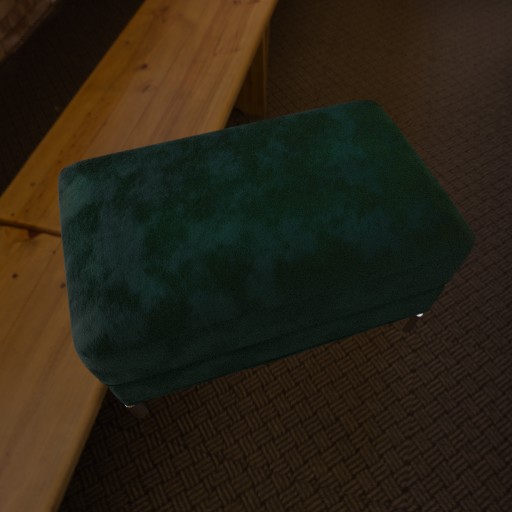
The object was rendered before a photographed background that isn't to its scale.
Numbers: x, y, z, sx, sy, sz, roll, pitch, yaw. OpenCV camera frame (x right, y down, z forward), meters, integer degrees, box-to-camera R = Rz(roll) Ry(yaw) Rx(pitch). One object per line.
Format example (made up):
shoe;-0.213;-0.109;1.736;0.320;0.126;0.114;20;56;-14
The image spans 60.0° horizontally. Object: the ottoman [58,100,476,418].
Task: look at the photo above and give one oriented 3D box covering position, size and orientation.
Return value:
ottoman;0.000;0.000;1.216;0.886;0.533;0.536;-15;58;-10
